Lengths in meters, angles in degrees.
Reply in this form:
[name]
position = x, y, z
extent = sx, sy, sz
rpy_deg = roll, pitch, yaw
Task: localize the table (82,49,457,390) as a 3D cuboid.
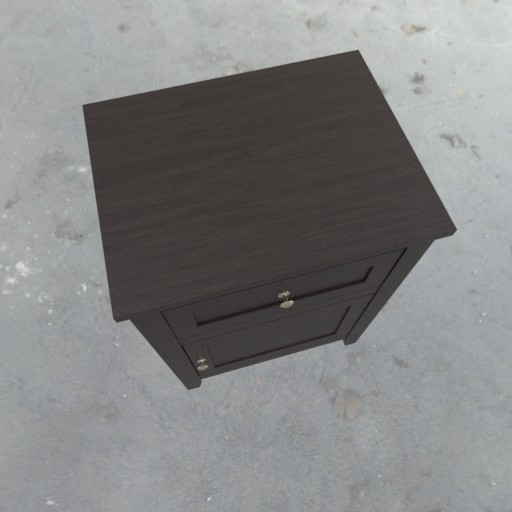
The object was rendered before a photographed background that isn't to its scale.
[table]
position = 0.000, 0.000, 0.953
extent = 0.480, 0.635, 0.381
rpy_deg = -14, 65, -7
